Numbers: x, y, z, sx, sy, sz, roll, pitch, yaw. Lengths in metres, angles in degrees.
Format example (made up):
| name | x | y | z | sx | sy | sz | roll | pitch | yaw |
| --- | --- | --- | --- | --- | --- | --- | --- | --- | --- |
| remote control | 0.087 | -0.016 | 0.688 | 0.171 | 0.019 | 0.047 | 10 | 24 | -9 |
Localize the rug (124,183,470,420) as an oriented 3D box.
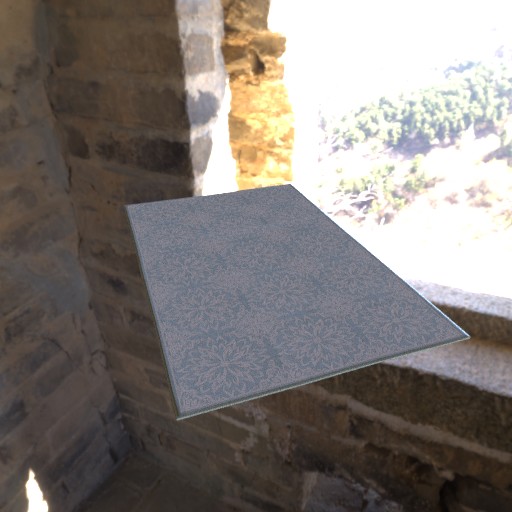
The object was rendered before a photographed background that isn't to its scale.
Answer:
| name | x | y | z | sx | sy | sz | roll | pitch | yaw |
| --- | --- | --- | --- | --- | --- | --- | --- | --- | --- |
| rug | 0.000 | 0.000 | 3.564 | 1.819 | 0.018 | 2.746 | -10 | 32 | -17 |
